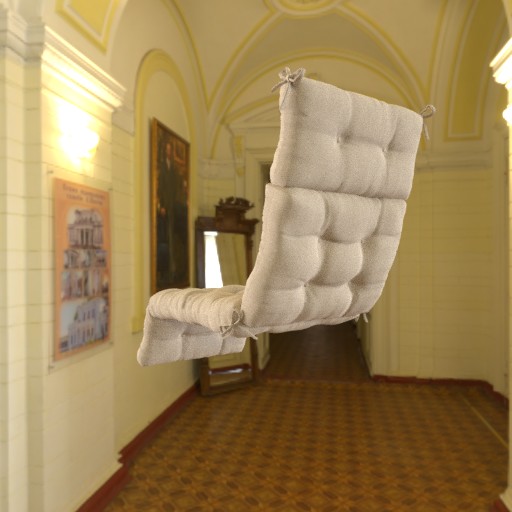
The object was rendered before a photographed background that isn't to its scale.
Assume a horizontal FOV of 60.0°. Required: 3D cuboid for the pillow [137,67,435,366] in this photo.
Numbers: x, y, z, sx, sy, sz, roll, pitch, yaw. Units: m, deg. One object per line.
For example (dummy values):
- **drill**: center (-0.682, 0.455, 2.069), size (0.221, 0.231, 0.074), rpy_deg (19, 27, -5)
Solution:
- **pillow**: center (0.000, 0.000, 1.490), size (0.526, 0.863, 1.016), rpy_deg (0, 0, -35)
